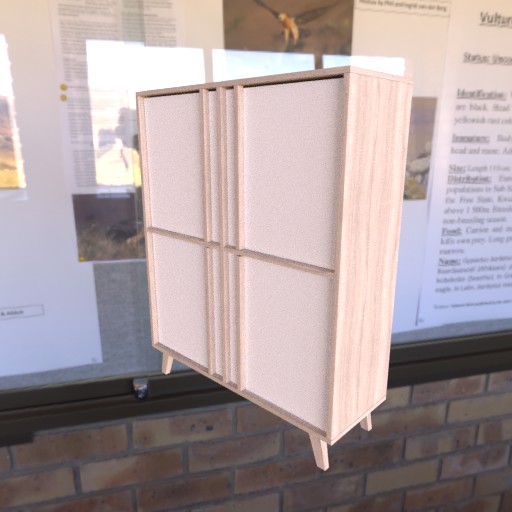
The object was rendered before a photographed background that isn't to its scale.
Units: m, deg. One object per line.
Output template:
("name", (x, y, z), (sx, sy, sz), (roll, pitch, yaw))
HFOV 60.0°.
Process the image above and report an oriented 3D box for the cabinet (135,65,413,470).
("cabinet", (0.000, 0.000, 1.927), (1.111, 1.388, 0.398), (14, 20, 42))
